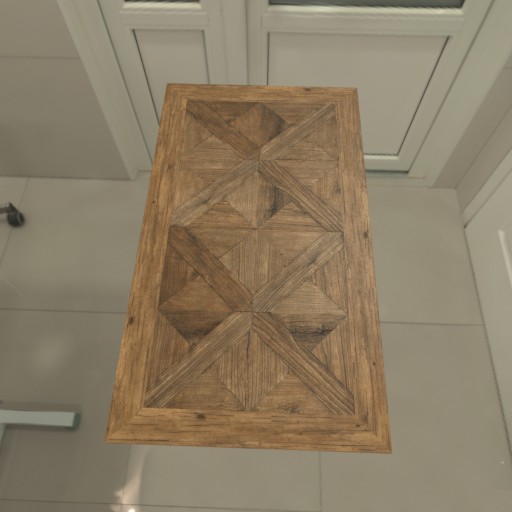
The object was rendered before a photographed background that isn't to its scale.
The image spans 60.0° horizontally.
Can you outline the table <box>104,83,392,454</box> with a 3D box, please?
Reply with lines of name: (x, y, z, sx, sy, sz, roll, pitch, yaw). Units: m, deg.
table: (0.000, 0.000, 1.727, 0.800, 0.410, 1.400, 2, 63, 1)
